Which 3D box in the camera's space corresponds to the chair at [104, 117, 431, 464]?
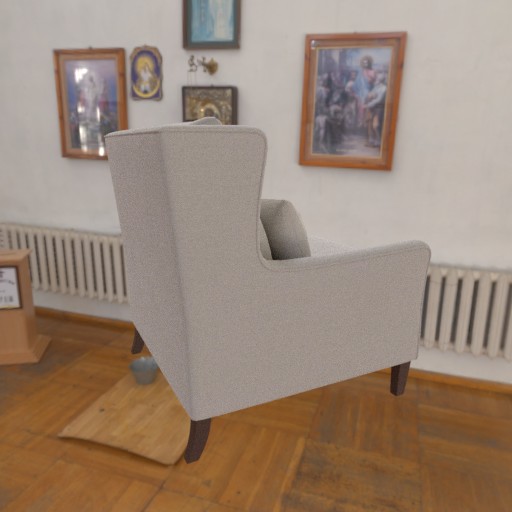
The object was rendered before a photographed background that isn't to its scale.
[{"bbox_3d":[0.000,0.000,1.851,1.040,1.056,0.982,-7,16,-26],"label":"chair"}]
